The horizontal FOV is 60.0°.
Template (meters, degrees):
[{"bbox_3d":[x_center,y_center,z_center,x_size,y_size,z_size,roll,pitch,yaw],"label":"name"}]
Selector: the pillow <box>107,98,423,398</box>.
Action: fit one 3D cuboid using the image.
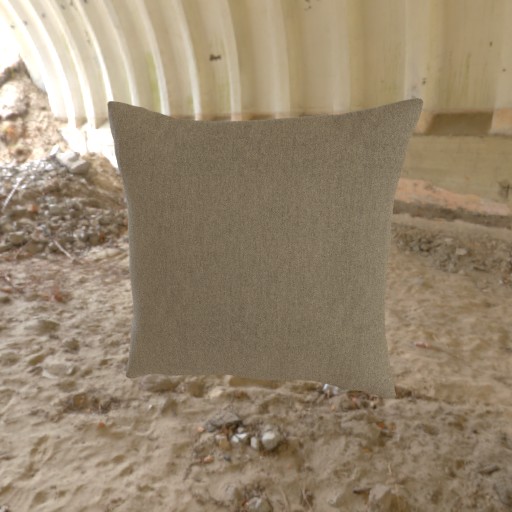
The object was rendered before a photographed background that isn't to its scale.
[{"bbox_3d":[0.000,0.000,0.653,0.433,0.436,0.173,2,16,8],"label":"pillow"}]
